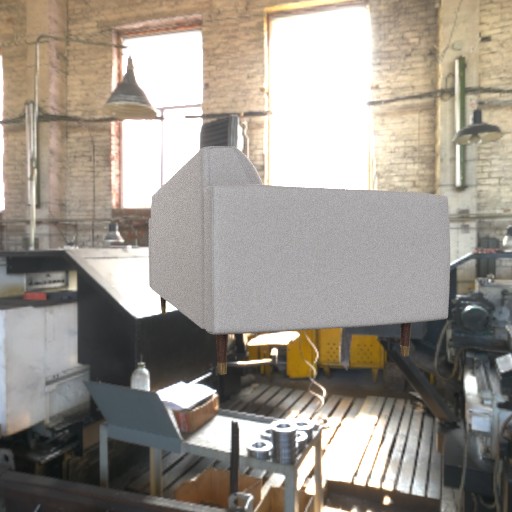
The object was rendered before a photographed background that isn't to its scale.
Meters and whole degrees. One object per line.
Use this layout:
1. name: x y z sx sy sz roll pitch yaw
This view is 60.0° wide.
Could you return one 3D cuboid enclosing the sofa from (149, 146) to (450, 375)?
1. sofa: 0.000 0.000 2.431 0.969 0.814 1.895 0 1 -20
